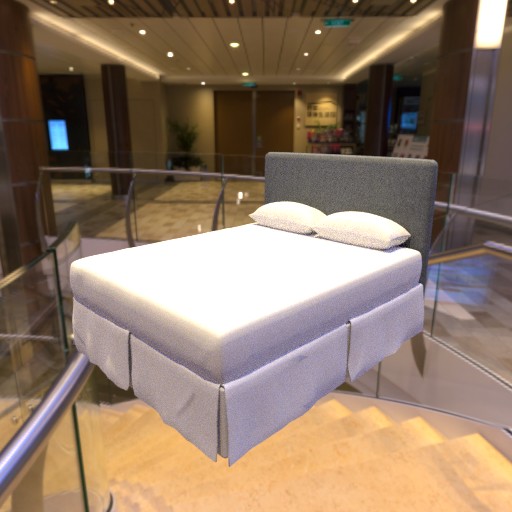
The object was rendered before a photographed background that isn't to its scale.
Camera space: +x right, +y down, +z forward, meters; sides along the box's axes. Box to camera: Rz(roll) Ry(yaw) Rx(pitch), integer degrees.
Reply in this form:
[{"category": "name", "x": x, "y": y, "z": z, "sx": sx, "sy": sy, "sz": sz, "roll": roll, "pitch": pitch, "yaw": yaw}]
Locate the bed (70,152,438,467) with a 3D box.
[{"category": "bed", "x": 0.000, "y": 0.000, "z": 3.154, "sx": 2.142, "sy": 1.330, "sz": 1.723, "roll": -15, "pitch": 22, "yaw": -43}]
